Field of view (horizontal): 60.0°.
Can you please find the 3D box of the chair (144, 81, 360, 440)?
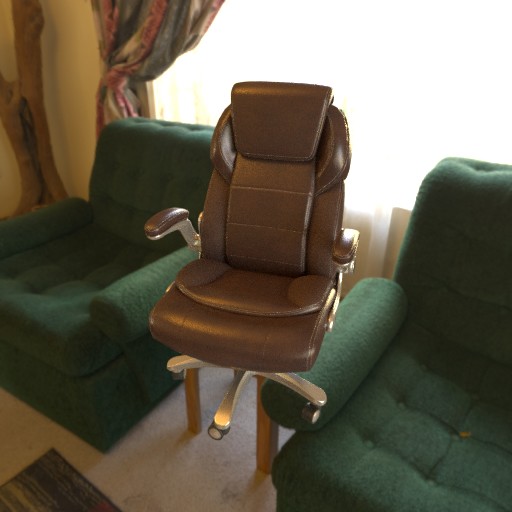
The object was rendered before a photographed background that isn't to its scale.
[{"bbox_3d":[0.000,0.000,1.654,0.733,1.160,0.774,8,28,16],"label":"chair"}]
